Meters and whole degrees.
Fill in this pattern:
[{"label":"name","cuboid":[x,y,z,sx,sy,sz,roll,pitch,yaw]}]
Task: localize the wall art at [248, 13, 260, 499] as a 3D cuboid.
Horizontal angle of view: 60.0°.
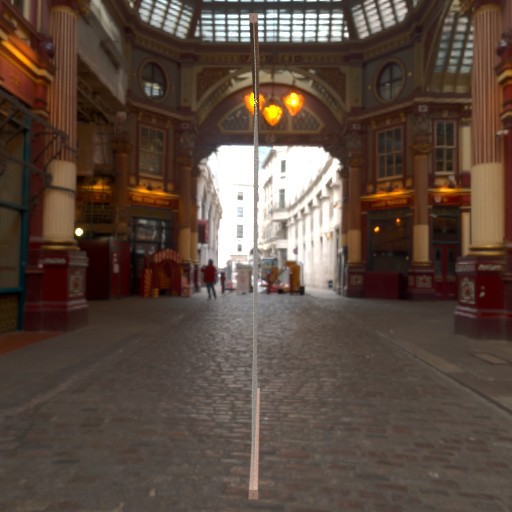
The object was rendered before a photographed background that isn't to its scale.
[{"label":"wall art","cuboid":[0.000,0.000,1.296,0.020,1.013,0.758,0,-1,1]}]
